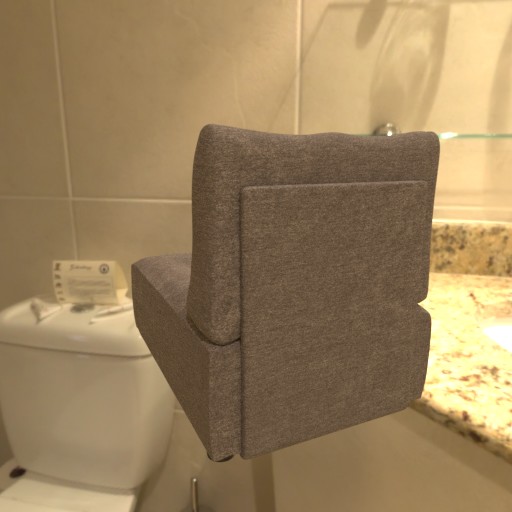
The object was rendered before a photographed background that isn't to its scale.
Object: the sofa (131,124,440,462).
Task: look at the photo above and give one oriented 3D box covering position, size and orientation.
[{"bbox_3d":[0.000,0.000,1.548,0.700,0.820,1.000,-6,14,-25],"label":"sofa"}]
